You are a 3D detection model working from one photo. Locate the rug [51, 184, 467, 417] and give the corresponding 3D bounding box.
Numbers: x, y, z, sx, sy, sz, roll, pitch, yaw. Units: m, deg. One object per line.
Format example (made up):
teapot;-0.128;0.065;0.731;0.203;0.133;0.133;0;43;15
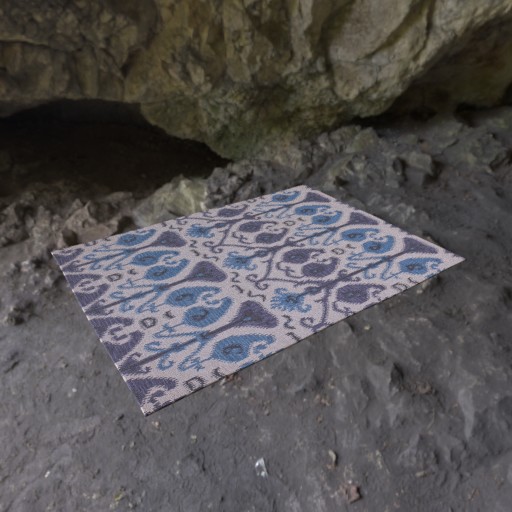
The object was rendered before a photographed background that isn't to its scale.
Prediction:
rug;0.000;0.000;2.976;2.261;0.013;1.676;-19;35;-29
